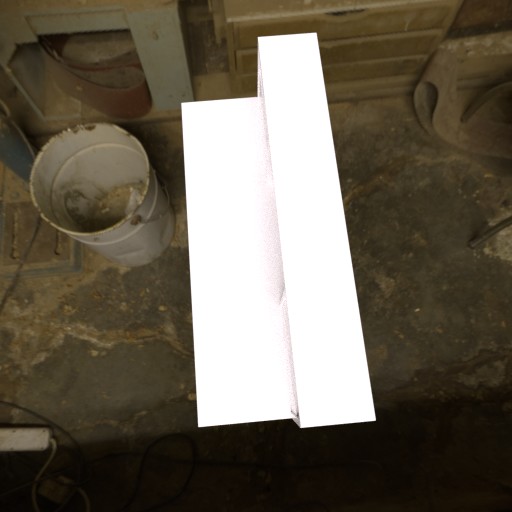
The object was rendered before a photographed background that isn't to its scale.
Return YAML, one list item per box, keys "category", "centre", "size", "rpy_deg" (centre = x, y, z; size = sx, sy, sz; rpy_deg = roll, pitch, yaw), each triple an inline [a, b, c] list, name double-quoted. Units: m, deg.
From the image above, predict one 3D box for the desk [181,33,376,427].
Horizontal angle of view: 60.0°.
- category: "desk"
  centre: [0.000, 0.000, 1.758]
  size: [0.559, 0.990, 1.199]
  rpy_deg: [-5, 75, -1]
